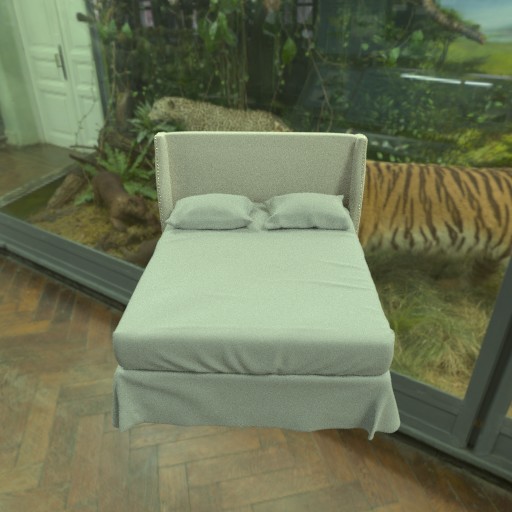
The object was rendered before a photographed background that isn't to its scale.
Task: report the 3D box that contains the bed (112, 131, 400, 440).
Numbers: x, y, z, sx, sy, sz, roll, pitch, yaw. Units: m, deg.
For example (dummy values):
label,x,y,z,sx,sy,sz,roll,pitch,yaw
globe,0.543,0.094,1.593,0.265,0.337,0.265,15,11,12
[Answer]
label,x,y,z,sx,sy,sz,roll,pitch,yaw
bed,0.000,0.000,3.401,1.925,1.332,2.276,1,30,2
